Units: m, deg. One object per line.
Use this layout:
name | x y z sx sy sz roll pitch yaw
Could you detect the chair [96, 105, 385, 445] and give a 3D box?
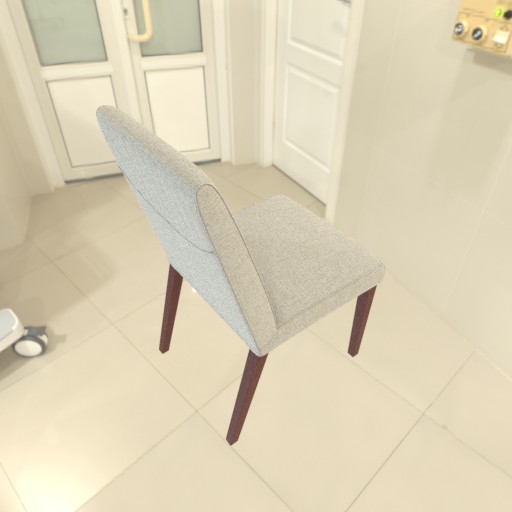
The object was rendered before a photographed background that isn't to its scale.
chair | 0.000 0.000 1.258 0.594 0.900 0.480 -26 47 -28
